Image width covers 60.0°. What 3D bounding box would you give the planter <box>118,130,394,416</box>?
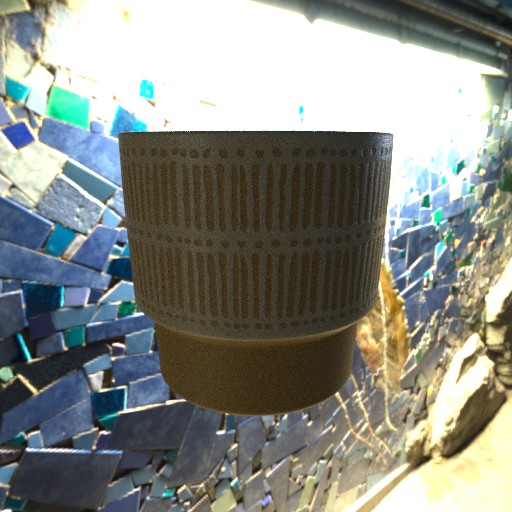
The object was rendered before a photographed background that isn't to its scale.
[{"bbox_3d":[0.000,0.000,0.567,0.317,0.303,0.317,0,14,0],"label":"planter"}]
